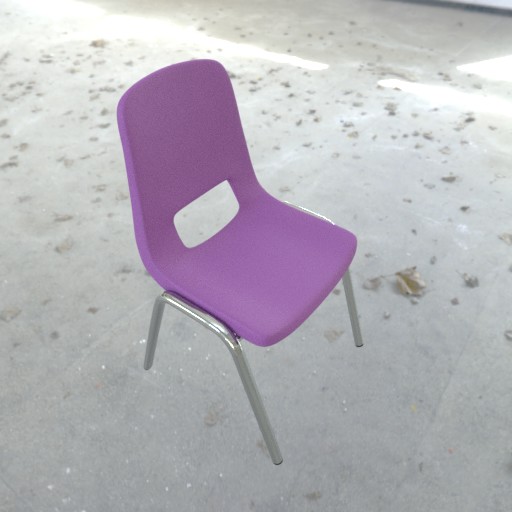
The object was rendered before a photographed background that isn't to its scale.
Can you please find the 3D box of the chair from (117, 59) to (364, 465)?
[{"bbox_3d":[0.000,0.000,0.664,0.301,0.493,0.291,26,47,27],"label":"chair"}]
